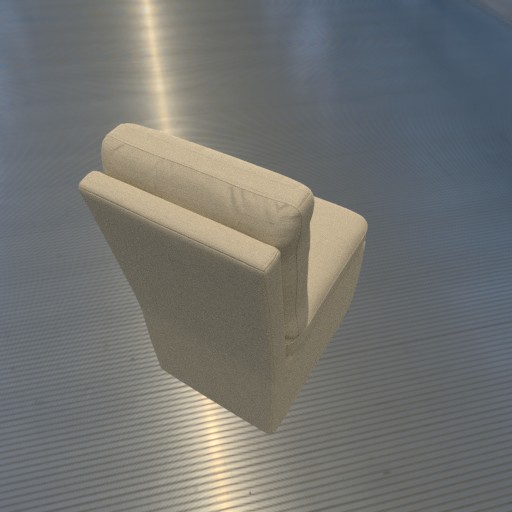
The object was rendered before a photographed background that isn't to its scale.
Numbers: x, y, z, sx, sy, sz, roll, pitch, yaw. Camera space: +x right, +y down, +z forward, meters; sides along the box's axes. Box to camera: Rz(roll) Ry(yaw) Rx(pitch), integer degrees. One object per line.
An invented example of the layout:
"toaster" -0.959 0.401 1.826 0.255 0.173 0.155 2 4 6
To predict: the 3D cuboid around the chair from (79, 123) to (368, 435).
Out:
"chair" 0.000 0.000 1.336 0.503 0.927 0.698 24 50 22
